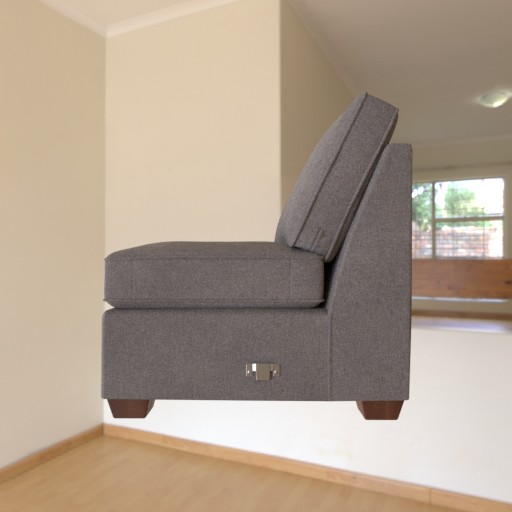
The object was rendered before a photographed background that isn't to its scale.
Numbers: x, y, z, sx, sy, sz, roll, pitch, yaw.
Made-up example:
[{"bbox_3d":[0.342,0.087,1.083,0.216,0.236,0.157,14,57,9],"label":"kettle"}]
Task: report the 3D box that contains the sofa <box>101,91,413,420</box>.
[{"bbox_3d":[0.000,0.000,1.934,0.951,1.008,1.237,0,0,0],"label":"sofa"}]
